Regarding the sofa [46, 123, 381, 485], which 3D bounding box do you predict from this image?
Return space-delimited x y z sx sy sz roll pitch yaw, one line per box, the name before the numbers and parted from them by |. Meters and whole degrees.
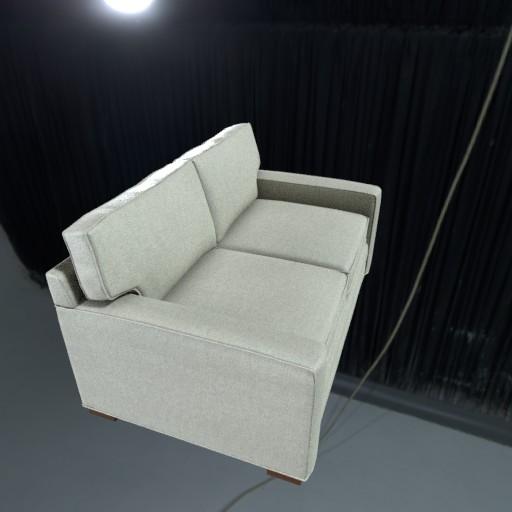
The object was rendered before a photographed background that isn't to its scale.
sofa | 0.000 0.000 2.030 0.940 0.853 1.484 11 32 17
